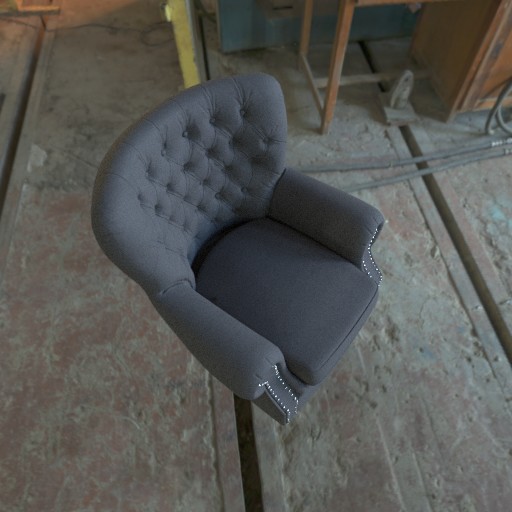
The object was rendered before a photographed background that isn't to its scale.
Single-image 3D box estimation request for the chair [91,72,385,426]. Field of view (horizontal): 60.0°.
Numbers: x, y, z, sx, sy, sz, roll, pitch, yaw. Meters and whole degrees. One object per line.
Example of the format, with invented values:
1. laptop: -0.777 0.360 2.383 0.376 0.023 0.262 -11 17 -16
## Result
1. chair: 0.000 0.000 1.816 0.983 1.046 0.983 32 62 20
